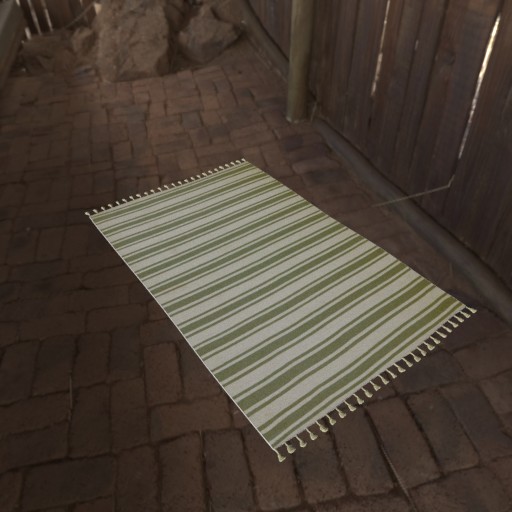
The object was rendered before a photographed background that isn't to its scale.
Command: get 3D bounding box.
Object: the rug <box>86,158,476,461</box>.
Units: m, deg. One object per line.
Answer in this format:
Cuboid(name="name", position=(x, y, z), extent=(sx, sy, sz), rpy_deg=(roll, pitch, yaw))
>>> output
Cuboid(name="rug", position=(0.000, 0.000, 2.333), extent=(1.162, 0.013, 1.875), rpy_deg=(-25, 46, -27))
